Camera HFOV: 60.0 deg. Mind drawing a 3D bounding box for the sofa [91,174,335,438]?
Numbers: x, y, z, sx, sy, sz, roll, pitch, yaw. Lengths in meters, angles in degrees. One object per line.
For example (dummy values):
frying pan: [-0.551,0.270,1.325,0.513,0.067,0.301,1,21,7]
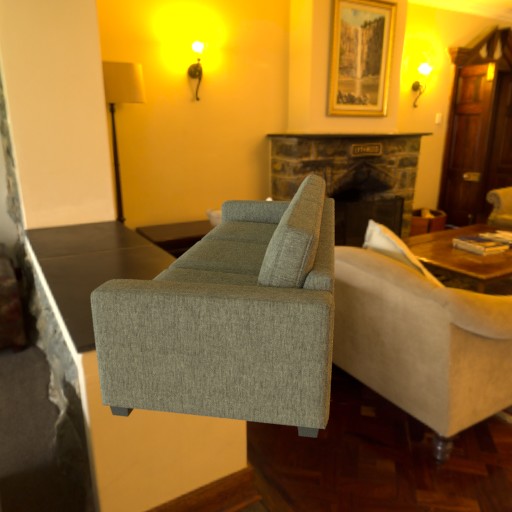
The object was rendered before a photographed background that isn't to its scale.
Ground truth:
sofa: [0.000,0.000,2.612,0.900,0.800,2.160,3,16,9]
